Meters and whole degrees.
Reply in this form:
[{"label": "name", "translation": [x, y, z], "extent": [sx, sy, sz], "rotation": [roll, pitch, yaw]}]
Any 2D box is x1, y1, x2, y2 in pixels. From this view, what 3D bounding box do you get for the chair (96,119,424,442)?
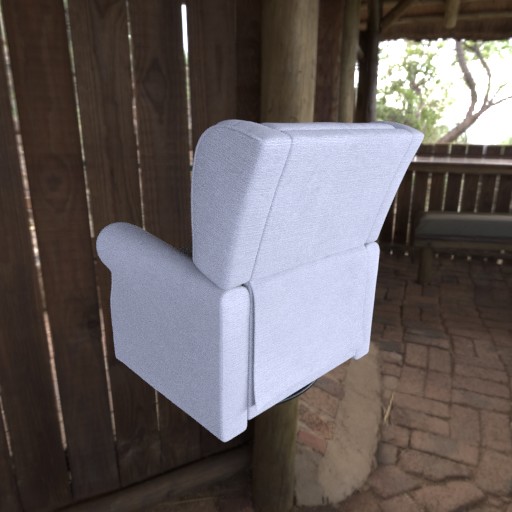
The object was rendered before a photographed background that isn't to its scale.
[{"label": "chair", "translation": [0.000, 0.000, 1.655], "extent": [0.906, 0.966, 0.854], "rotation": [-16, 23, -42]}]
